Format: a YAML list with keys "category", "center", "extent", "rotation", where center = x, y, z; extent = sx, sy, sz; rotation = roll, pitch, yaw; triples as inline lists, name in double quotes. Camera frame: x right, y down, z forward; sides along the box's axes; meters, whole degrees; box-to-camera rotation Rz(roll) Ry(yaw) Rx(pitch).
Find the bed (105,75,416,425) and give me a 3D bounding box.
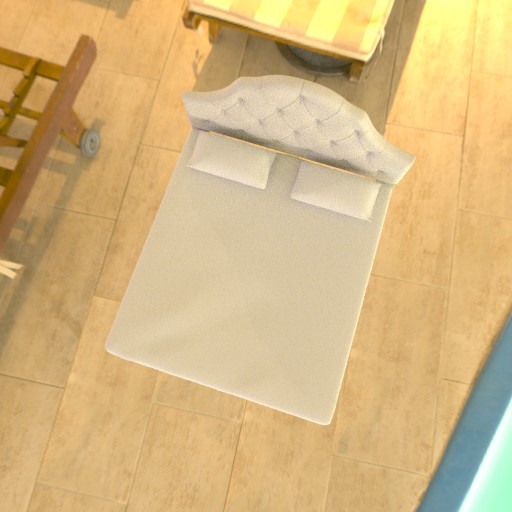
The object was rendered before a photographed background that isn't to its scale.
- category: "bed"
  center: [0.000, 0.000, 3.573]
  extent: [2.008, 1.615, 2.214]
  rotation: [17, 76, 4]
